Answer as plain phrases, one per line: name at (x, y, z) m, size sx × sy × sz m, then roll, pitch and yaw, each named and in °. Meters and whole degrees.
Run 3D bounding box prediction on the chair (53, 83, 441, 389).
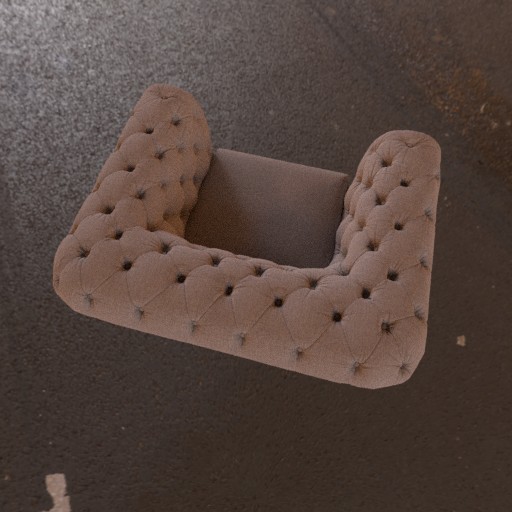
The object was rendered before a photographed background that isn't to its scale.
chair at (0.000, 0.000, 1.836) m, size 1.270 × 0.770 × 0.976 m, roll 13°, pitch 62°, yaw 7°
